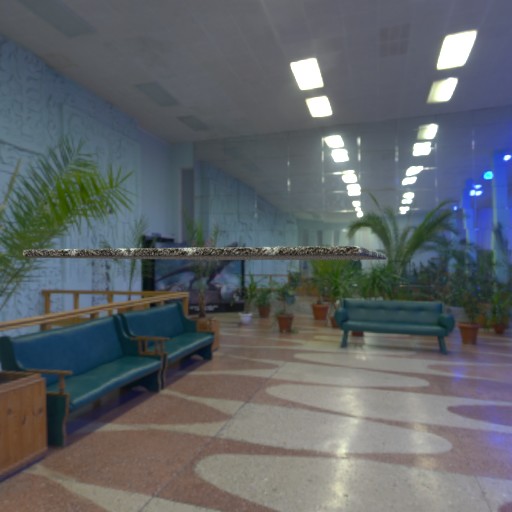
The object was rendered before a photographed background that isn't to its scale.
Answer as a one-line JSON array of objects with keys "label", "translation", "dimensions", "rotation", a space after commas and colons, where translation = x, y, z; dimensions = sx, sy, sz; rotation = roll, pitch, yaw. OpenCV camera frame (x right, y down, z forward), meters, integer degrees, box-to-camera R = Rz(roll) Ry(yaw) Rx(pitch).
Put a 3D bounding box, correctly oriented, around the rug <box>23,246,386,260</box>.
[{"label": "rug", "translation": [0.000, 0.000, 2.271], "dimensions": [1.219, 0.030, 1.778], "rotation": [0, -1, 19]}]
